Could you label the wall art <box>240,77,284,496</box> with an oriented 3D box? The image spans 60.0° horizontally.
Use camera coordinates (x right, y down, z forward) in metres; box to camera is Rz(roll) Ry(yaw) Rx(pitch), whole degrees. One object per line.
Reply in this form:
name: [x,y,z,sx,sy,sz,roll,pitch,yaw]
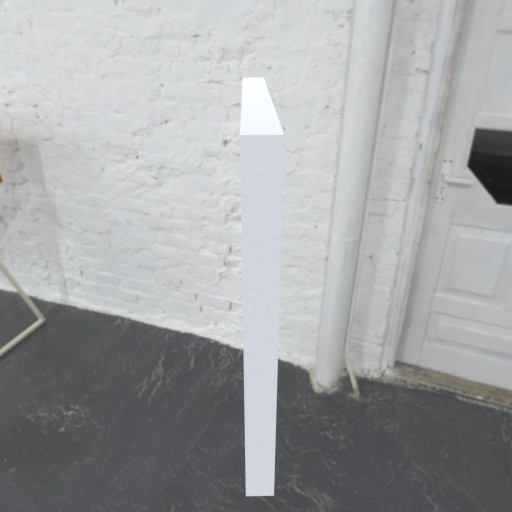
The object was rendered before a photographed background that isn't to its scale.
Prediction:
wall art: [0.000,0.000,0.742,0.040,0.509,0.509,-1,27,-1]
